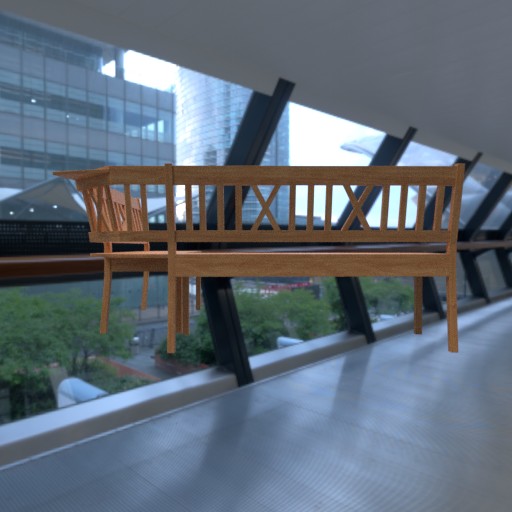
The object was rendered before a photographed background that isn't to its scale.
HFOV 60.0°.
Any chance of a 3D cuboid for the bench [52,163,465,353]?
[{"bbox_3d":[0.000,0.000,2.837,1.937,0.902,1.537,0,1,-1],"label":"bench"}]
